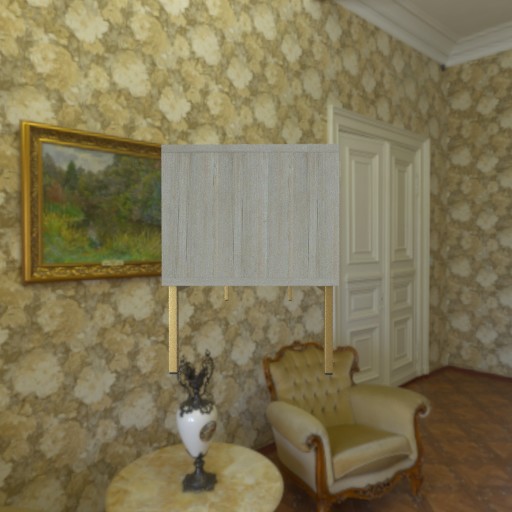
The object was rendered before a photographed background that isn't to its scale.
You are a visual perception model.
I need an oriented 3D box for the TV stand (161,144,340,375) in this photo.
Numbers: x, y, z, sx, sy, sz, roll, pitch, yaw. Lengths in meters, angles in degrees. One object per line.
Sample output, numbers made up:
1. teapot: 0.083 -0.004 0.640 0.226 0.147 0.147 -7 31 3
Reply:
1. TV stand: 0.000 0.000 1.848 0.420 0.550 1.600 0 1 1
